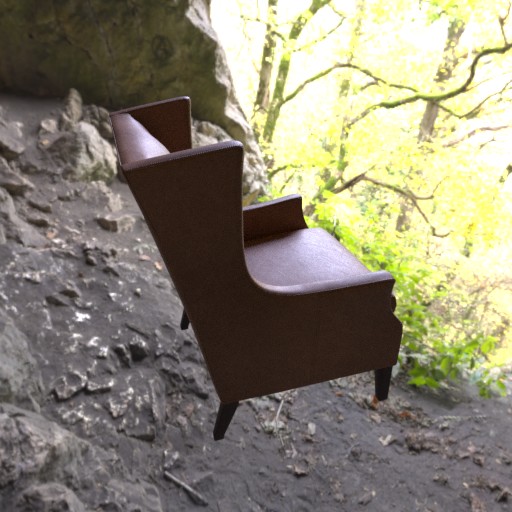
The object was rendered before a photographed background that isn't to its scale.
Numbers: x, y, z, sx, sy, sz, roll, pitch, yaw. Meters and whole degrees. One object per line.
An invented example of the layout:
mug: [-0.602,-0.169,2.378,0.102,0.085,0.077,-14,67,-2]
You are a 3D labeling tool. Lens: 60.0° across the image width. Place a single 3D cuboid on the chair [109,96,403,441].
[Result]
chair: [0.000,0.000,1.716,0.913,1.088,0.815,-9,31,-16]
